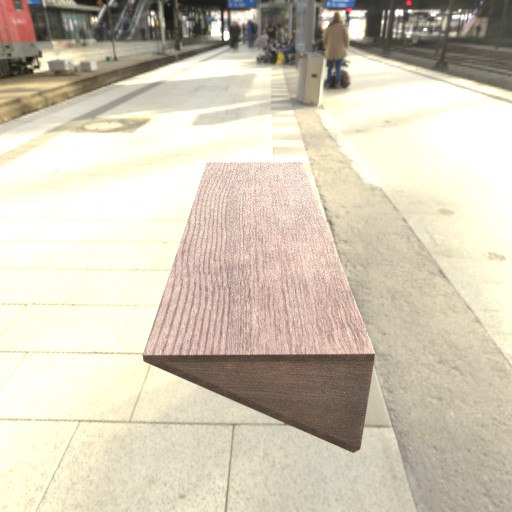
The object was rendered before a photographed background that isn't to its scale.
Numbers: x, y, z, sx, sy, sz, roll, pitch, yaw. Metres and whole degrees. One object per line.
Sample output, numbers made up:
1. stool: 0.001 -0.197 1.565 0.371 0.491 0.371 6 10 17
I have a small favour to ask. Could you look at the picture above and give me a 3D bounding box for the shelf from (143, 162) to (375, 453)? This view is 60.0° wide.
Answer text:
1. shelf: 0.000 0.000 0.680 0.200 0.125 0.610 0 27 0
